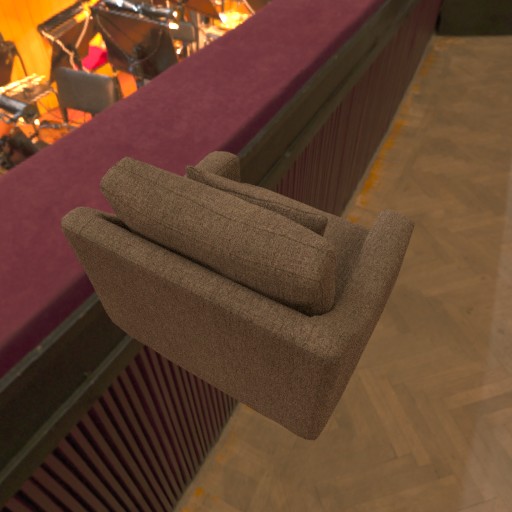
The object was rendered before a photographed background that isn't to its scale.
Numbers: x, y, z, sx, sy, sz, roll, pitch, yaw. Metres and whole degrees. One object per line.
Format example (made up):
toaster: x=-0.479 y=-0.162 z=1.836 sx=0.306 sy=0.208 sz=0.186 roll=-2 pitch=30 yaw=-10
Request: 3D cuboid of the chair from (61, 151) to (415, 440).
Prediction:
chair: x=0.000 y=0.000 z=1.966 sx=1.138 sy=1.037 sz=1.009 roll=24 pitch=51 yaw=21
